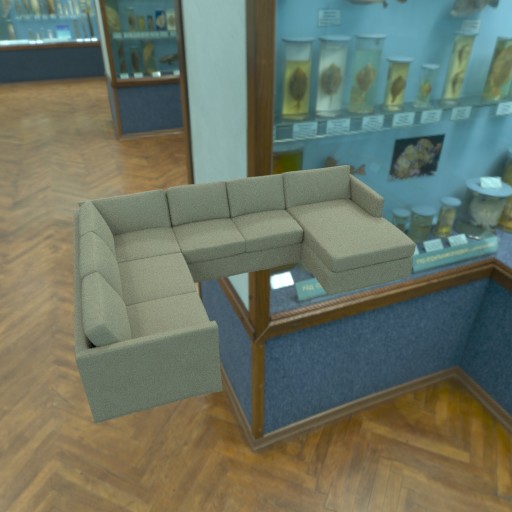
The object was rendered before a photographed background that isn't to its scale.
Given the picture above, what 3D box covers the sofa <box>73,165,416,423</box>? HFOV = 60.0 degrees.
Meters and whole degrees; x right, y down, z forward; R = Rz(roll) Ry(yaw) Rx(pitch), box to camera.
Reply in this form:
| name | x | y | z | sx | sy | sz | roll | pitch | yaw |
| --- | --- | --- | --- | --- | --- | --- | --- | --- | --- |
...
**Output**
| name | x | y | z | sx | sy | sz | roll | pitch | yaw |
| --- | --- | --- | --- | --- | --- | --- | --- | --- | --- |
| sofa | 0.000 | 0.000 | 4.572 | 3.460 | 0.882 | 2.427 | -11 | 34 | -16 |
